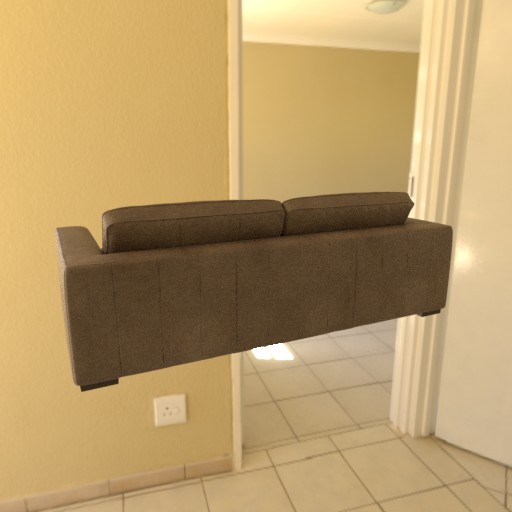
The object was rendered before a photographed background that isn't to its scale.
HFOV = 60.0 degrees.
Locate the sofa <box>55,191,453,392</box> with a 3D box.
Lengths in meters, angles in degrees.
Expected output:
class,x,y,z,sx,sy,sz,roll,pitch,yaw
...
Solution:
class,x,y,z,sx,sy,sz,roll,pitch,yaw
sofa,0.000,0.000,2.775,2.262,0.801,1.070,-7,15,-25
